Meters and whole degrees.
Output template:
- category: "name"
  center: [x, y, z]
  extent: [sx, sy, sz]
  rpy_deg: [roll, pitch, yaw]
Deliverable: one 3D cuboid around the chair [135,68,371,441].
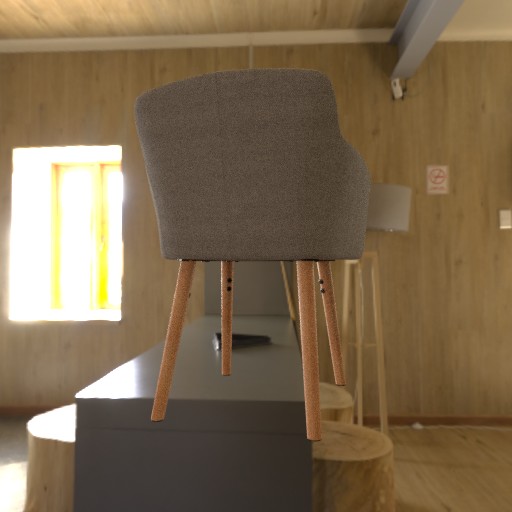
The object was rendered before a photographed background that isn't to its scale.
- category: "chair"
  center: [0.000, 0.000, 1.177]
  extent: [0.570, 0.780, 0.540]
  rpy_deg: [0, -1, 18]
